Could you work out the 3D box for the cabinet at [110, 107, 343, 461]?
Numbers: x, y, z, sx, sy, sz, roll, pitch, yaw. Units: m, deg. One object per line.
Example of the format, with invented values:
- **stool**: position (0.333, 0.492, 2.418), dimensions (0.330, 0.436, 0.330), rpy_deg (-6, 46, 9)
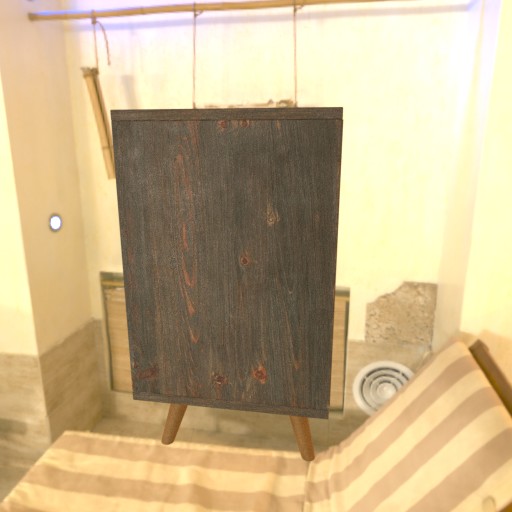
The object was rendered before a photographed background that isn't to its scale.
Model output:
- **cabinet**: position (0.000, 0.000, 1.522), dimensions (0.529, 0.897, 1.023), rpy_deg (2, 15, 9)
